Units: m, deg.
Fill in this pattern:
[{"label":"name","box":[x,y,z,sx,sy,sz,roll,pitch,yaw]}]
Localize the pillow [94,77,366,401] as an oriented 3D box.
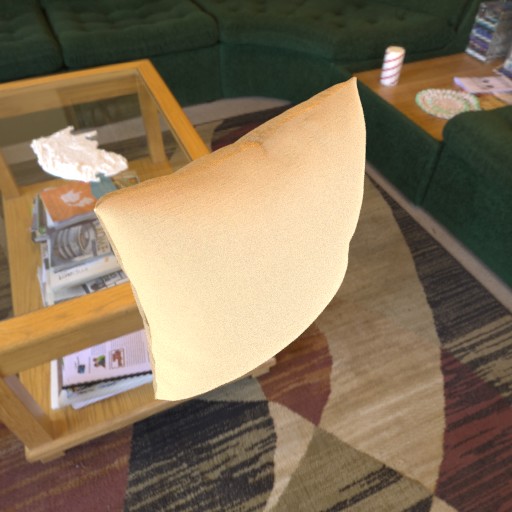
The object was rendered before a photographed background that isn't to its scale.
[{"label":"pillow","box":[0.000,0.000,0.715,0.450,0.448,0.245,-33,55,-27]}]
